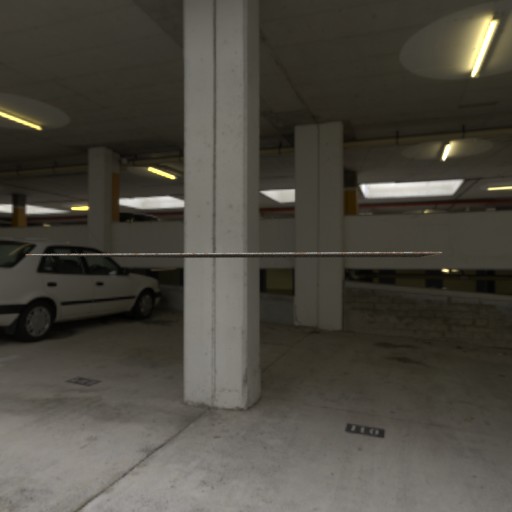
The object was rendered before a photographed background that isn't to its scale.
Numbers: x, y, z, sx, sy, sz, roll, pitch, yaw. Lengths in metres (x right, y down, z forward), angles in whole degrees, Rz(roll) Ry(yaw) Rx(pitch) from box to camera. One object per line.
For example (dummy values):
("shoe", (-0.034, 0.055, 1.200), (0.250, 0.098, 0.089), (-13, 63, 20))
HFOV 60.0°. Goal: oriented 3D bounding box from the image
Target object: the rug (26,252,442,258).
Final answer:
("rug", (0.000, 0.000, 4.192), (3.050, 0.011, 2.441), (0, -1, 18))
